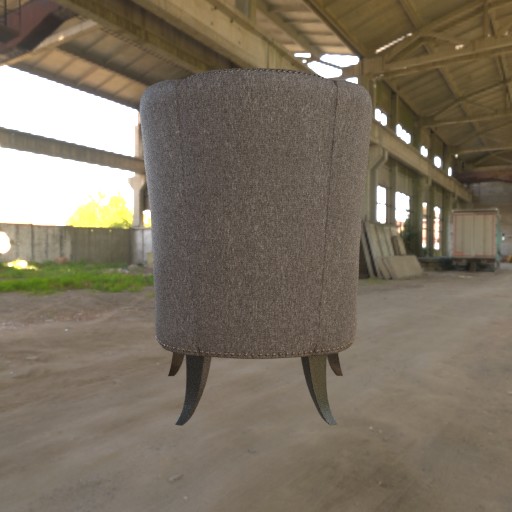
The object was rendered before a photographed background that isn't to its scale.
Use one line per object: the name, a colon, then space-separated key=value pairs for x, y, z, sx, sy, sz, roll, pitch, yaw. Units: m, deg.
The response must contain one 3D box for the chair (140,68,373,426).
chair: x=0.000 y=0.000 z=1.585 sx=0.759 sy=1.060 sz=0.758 roll=0 pitch=2 yaw=0
